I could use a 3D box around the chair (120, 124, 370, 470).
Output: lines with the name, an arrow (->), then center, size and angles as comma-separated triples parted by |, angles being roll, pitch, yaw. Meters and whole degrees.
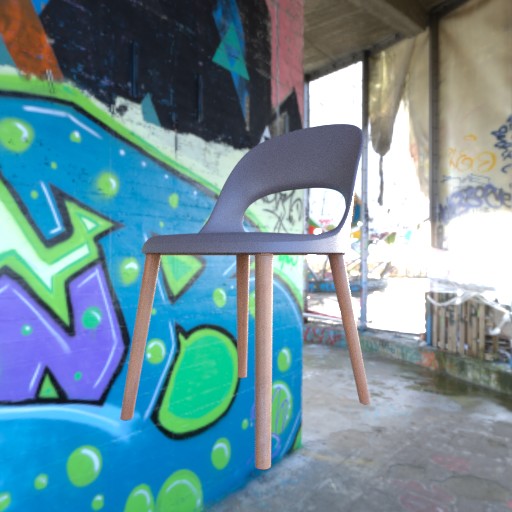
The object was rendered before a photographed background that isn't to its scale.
chair -> 0.000, 0.000, 1.156 | 0.470, 0.795, 0.556 | 0, 0, 37
